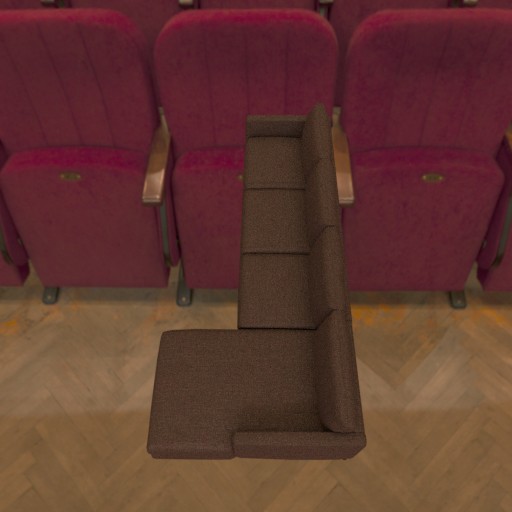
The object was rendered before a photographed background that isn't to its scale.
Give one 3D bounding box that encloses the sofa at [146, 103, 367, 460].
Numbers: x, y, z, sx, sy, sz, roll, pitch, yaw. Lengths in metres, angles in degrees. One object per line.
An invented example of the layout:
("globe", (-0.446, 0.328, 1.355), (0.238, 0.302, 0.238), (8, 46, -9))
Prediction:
("sofa", (0.000, 0.000, 3.869), (1.483, 0.892, 3.221), (1, 57, 1))
